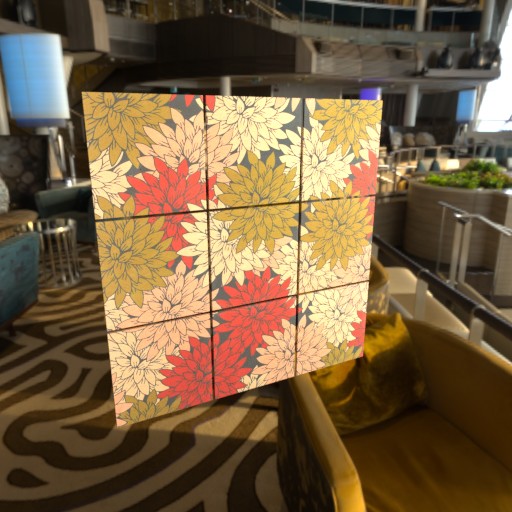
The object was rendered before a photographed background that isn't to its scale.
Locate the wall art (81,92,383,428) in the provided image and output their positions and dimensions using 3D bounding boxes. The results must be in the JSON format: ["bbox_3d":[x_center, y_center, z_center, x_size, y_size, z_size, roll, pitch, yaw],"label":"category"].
[{"bbox_3d":[0.000,0.000,2.268,1.519,1.534,0.013,-8,19,-26],"label":"wall art"}]
